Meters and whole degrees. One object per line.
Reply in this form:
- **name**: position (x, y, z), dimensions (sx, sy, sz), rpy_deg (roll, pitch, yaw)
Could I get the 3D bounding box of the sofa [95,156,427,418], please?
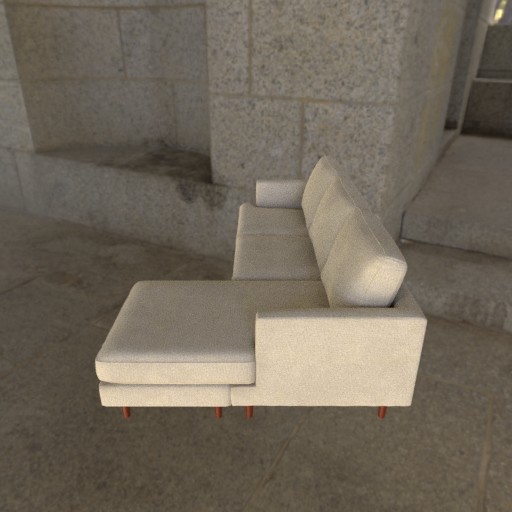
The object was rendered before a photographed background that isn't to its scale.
- **sofa**: position (0.000, 0.000, 3.021), dimensions (1.504, 0.956, 2.233), rpy_deg (0, 25, 0)
